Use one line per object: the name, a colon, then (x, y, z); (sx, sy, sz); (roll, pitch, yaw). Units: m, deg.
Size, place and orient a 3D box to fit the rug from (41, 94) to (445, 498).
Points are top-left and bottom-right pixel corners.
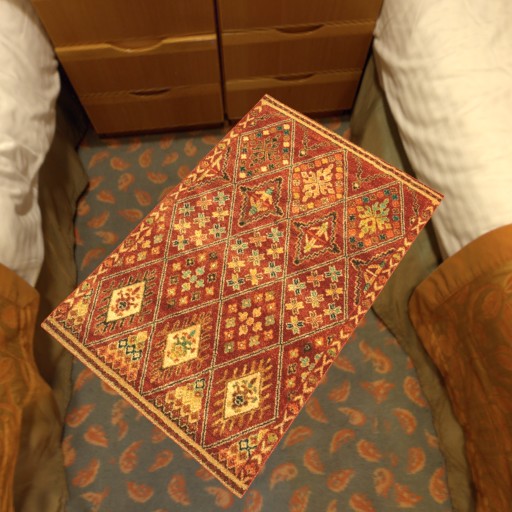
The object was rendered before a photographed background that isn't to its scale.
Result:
rug: (0.000, 0.000, 2.837); (1.521, 0.026, 2.286); (34, 70, 14)
